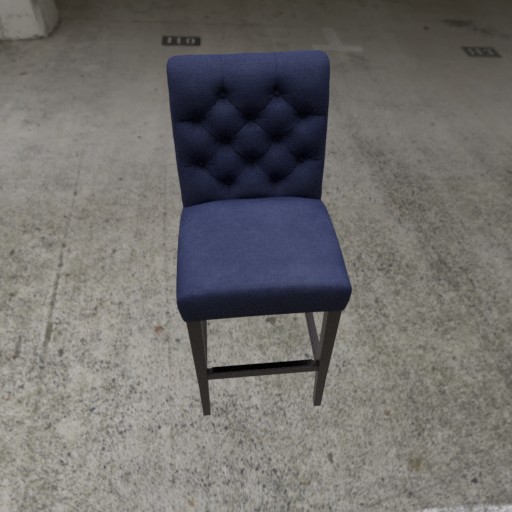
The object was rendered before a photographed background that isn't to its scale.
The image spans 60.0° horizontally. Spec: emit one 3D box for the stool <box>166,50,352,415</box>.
[{"bbox_3d":[0.000,0.000,1.495,0.493,1.140,0.601,-4,47,-4],"label":"stool"}]
